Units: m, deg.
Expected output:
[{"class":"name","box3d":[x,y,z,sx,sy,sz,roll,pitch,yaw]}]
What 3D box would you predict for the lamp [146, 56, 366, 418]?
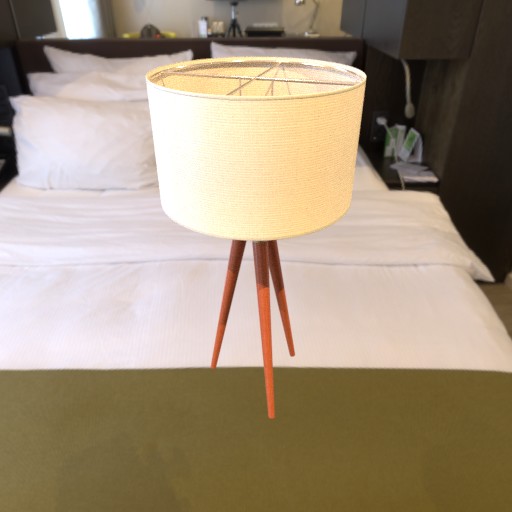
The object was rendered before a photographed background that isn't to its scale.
[{"class":"lamp","box3d":[0.000,0.000,0.914,0.354,0.709,0.355,-19,36,-27]}]
